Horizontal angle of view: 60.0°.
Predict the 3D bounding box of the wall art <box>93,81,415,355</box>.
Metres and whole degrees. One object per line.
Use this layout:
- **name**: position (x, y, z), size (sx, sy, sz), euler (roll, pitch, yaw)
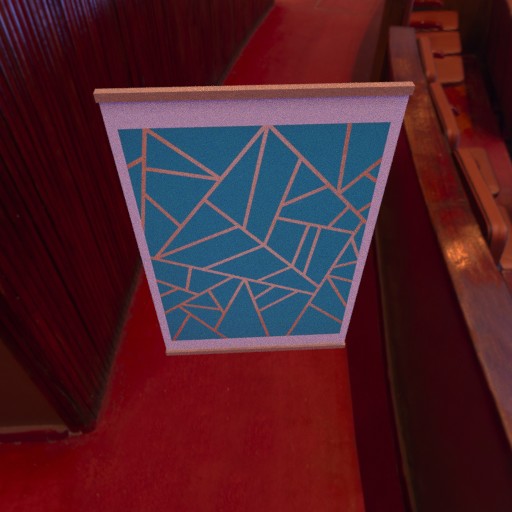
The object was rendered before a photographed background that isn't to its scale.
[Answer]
- **wall art**: position (0.000, 0.000, 1.925), size (0.990, 1.519, 0.030), euler (-2, 47, -2)
